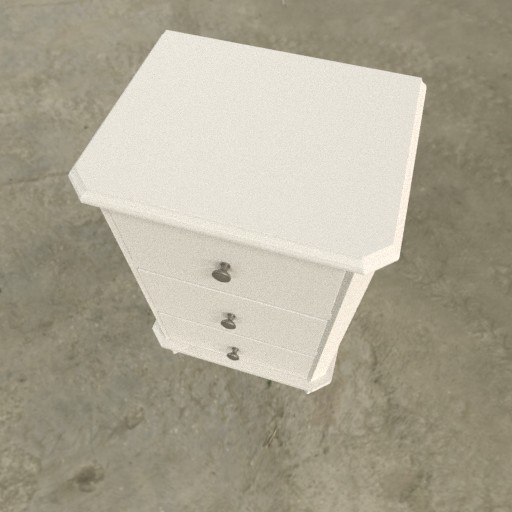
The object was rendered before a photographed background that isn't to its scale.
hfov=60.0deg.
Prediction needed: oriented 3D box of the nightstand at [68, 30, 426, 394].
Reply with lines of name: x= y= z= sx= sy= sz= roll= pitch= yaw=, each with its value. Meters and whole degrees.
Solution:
nightstand: x=0.000 y=0.000 z=0.900 sx=0.435 sy=0.681 sz=0.351 roll=15 pitch=61 yaw=8
